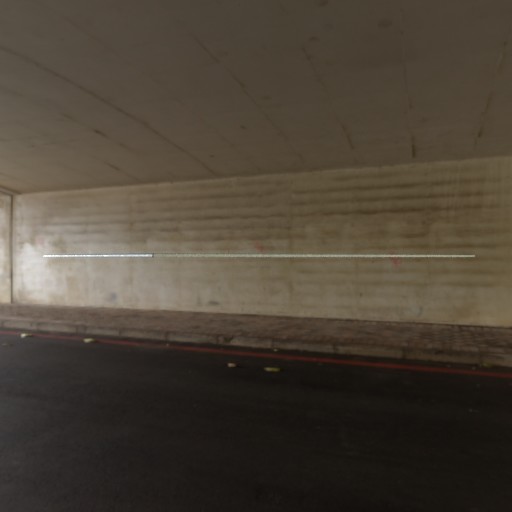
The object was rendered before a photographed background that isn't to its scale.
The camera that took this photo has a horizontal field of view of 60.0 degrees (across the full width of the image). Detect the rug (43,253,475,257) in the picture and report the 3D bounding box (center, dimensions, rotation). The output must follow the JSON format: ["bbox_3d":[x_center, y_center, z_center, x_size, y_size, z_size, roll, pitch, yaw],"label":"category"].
[{"bbox_3d":[0.000,0.000,3.987,3.039,0.019,2.420,0,0,-37],"label":"rug"}]
